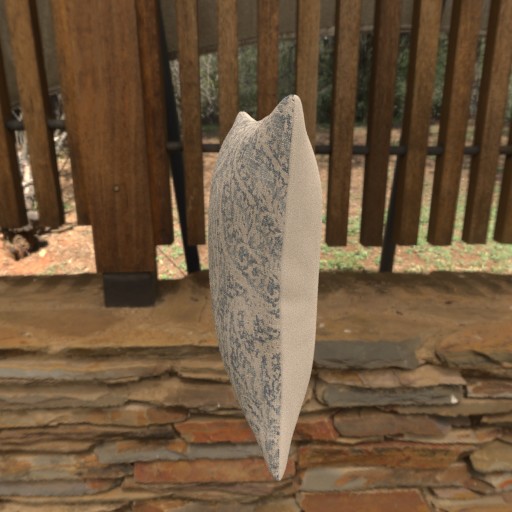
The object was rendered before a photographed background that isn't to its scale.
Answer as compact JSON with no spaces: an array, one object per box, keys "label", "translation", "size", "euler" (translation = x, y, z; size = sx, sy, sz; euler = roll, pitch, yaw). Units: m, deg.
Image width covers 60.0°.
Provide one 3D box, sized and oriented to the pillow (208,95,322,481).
[{"label":"pillow","translation":[0.000,0.000,0.794],"size":[0.166,0.510,0.523],"euler":[-2,16,-8]}]
